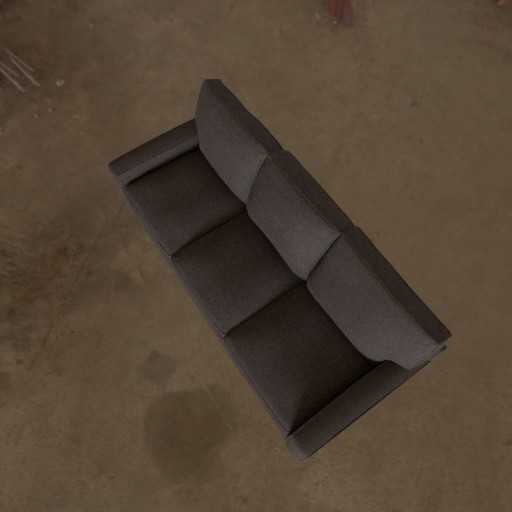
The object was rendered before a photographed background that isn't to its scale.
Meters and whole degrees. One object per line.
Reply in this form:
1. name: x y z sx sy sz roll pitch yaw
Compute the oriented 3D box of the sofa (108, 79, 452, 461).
1. sofa: 0.000 0.000 2.975 1.004 0.978 2.369 -32 69 -14
